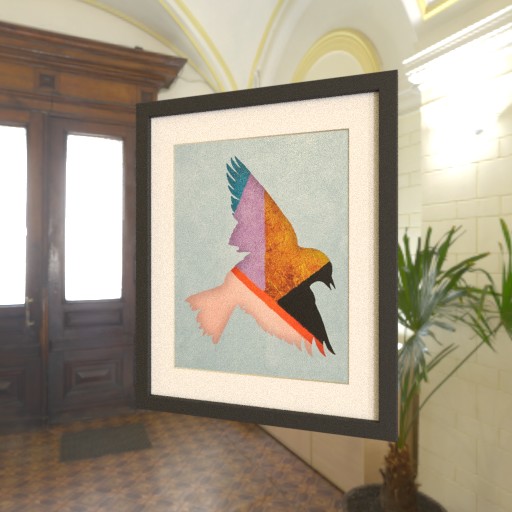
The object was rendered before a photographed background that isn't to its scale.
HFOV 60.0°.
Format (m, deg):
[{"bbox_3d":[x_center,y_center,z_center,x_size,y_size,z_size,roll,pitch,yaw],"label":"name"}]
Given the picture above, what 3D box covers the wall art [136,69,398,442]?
[{"bbox_3d":[0.000,0.000,0.748,0.457,0.558,0.028,0,0,19],"label":"wall art"}]
